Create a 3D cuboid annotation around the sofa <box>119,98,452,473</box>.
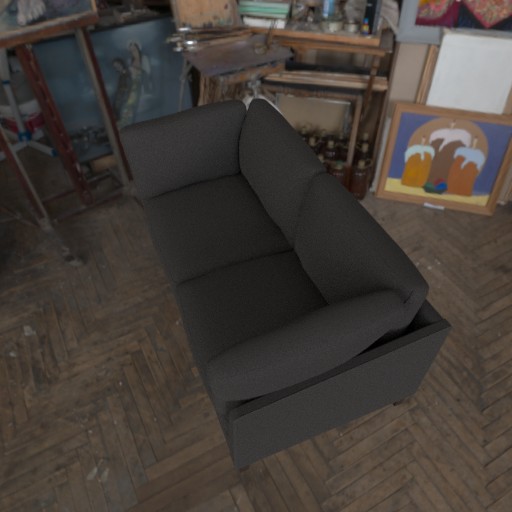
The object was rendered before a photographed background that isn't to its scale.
[{"bbox_3d":[0.000,0.000,2.310,0.969,0.920,1.751,-17,49,-15],"label":"sofa"}]
